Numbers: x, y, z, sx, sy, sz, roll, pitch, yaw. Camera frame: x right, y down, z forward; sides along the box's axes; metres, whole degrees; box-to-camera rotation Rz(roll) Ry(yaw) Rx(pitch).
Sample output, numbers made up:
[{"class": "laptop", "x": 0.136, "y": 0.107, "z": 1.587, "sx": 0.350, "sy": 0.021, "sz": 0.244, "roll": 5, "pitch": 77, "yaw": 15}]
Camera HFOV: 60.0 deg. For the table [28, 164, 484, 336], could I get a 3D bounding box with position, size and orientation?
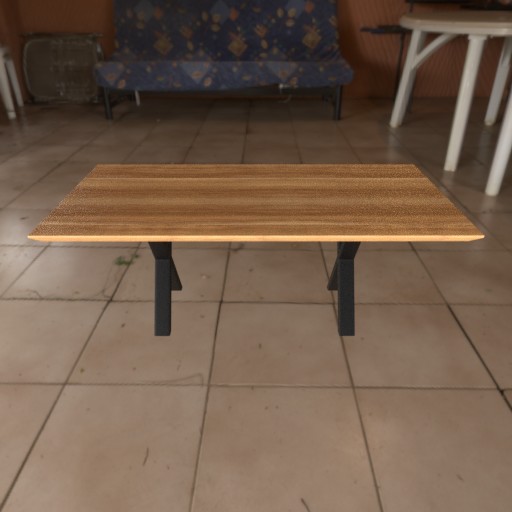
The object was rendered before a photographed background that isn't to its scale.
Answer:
[{"class": "table", "x": 0.000, "y": 0.000, "z": 2.563, "sx": 2.000, "sy": 0.770, "sz": 1.000, "roll": 0, "pitch": 30, "yaw": 0}]
